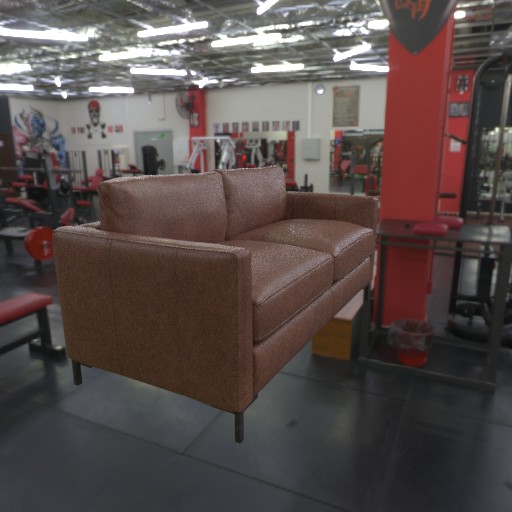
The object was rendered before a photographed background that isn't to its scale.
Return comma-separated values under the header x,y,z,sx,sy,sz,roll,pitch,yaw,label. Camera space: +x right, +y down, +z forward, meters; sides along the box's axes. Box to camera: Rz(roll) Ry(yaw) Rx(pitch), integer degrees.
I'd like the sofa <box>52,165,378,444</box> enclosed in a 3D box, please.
x,y,z,sx,sy,sz,roll,pitch,yaw,label
0.000,0.000,2.329,0.899,0.883,1.797,7,16,27,sofa
